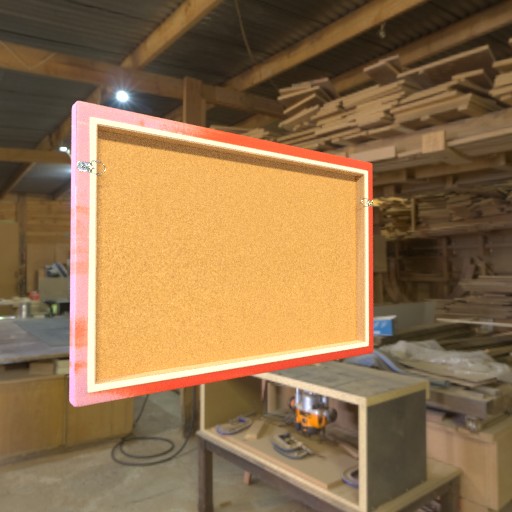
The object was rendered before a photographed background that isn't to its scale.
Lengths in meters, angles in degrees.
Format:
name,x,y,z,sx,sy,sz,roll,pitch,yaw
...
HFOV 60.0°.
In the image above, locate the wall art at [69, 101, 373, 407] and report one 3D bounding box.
name,x,y,z,sx,sy,sz,roll,pitch,yaw
wall art,0.000,0.000,1.159,0.913,0.609,0.040,1,-1,-37
